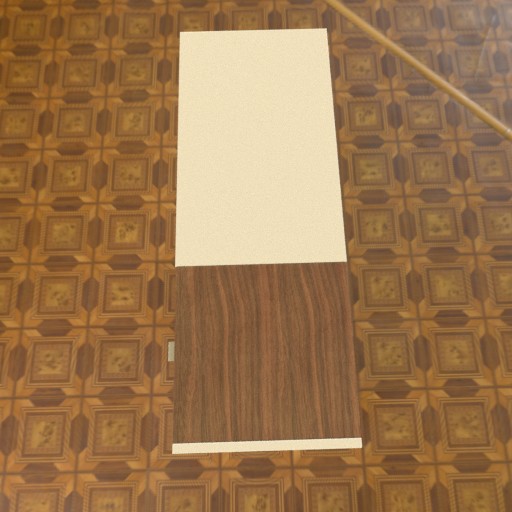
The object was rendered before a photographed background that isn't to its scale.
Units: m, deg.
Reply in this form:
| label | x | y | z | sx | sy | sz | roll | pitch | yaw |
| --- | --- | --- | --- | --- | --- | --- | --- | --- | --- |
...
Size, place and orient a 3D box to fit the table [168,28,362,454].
| label | x | y | z | sx | sy | sz | roll | pitch | yaw |
| --- | --- | --- | --- | --- | --- | --- | --- | --- | --- |
| table | 0.000 | 0.000 | 1.448 | 0.418 | 0.785 | 1.066 | -2 | 74 | 0 |
